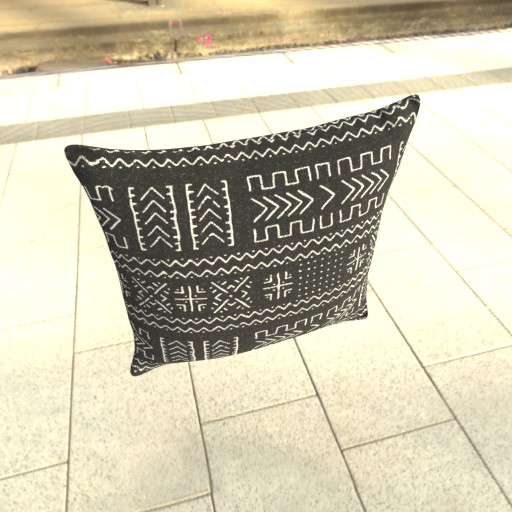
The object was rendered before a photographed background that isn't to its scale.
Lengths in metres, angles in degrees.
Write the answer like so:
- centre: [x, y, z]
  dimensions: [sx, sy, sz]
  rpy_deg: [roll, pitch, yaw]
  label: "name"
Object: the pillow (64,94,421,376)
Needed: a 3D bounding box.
- centre: [0.000, 0.000, 0.652]
  dimensions: [0.438, 0.430, 0.164]
  rpy_deg: [-12, 44, -13]
  label: "pillow"
